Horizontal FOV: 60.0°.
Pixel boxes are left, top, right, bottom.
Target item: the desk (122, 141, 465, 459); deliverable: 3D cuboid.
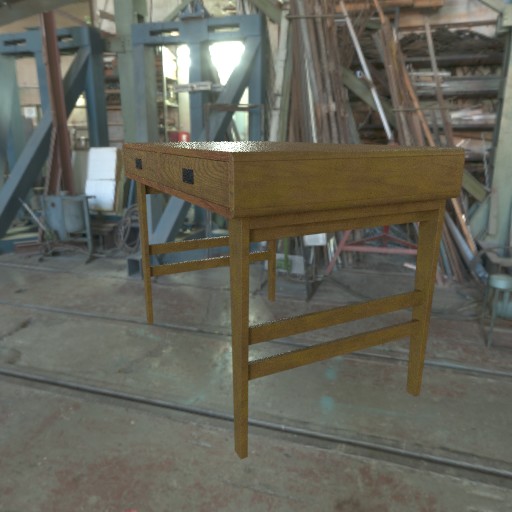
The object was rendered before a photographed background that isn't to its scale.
[{"bbox_3d":[0.000,0.000,1.546,0.660,0.754,1.066,-8,17,-26],"label":"desk"}]
